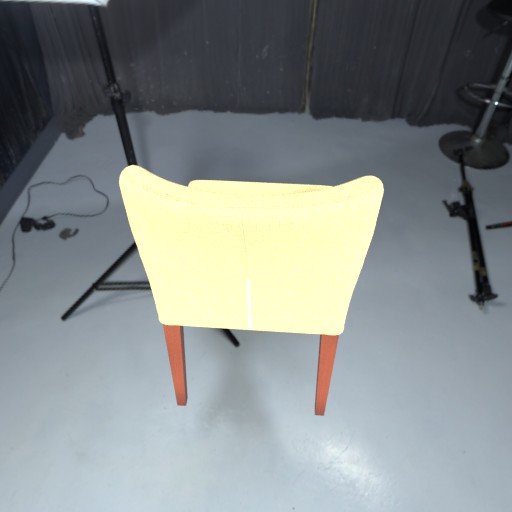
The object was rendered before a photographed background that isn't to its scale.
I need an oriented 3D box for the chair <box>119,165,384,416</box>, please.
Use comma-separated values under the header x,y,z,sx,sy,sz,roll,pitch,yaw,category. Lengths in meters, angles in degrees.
x,y,z,sx,sy,sz,roll,pitch,yaw,category
0.000,0.000,1.191,0.491,0.839,0.589,3,47,3,chair
